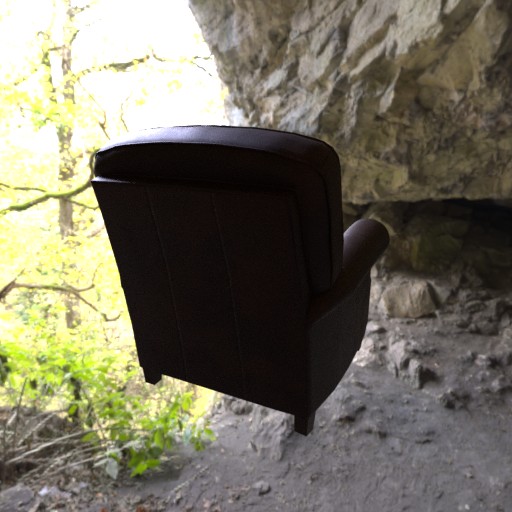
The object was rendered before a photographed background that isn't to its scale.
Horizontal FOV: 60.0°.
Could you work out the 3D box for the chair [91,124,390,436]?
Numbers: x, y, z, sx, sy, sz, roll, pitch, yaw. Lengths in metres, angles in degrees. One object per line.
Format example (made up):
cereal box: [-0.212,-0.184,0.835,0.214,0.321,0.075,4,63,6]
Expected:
chair: [0.000,0.000,1.770,0.936,1.018,0.986,9,20,25]
